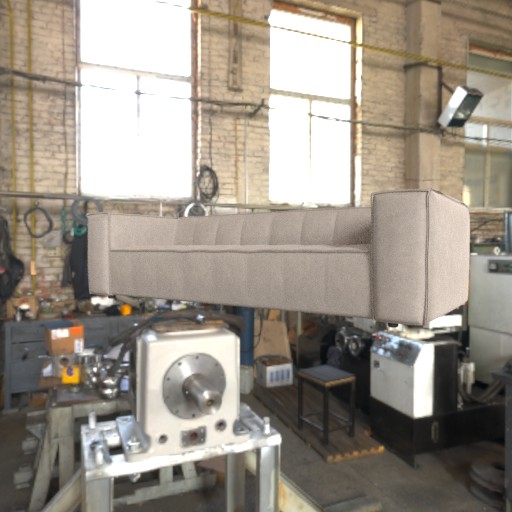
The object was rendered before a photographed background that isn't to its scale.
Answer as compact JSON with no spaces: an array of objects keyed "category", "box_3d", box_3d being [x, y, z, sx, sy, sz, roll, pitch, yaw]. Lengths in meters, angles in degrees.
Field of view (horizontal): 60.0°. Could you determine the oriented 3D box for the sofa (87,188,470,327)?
[{"category":"sofa","box_3d":[0.000,0.000,3.199,2.697,0.680,1.038,1,1,35]}]
